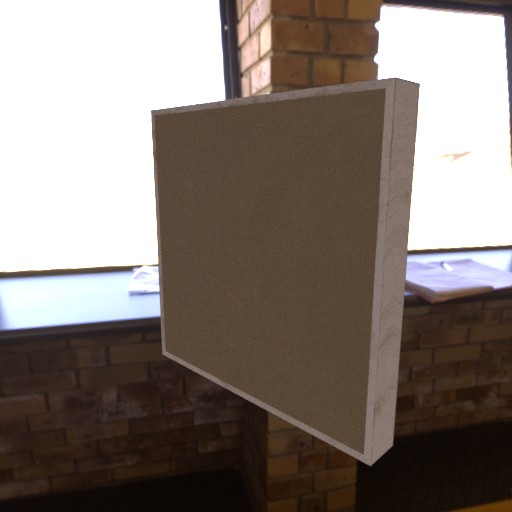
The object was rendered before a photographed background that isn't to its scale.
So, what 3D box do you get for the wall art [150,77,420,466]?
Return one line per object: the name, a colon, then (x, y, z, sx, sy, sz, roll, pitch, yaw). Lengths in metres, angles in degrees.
wall art: (0.000, 0.000, 0.452, 0.305, 0.303, 0.038, 12, 17, 43)
